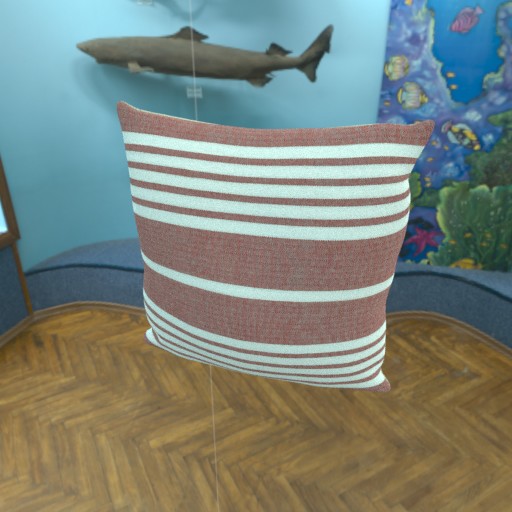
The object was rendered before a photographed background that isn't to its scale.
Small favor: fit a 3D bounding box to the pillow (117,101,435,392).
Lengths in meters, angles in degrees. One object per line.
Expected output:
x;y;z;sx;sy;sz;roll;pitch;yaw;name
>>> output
0.000;0.000;0.664;0.439;0.427;0.182;8;27;16;pillow
